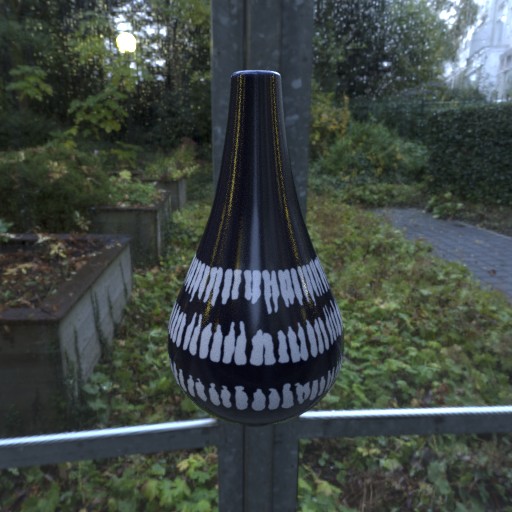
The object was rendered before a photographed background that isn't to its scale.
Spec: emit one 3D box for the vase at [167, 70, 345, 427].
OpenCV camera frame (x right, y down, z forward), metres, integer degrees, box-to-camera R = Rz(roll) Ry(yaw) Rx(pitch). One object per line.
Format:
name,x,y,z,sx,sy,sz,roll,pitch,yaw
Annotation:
vase,0.000,0.000,0.384,0.159,0.295,0.159,0,15,0
